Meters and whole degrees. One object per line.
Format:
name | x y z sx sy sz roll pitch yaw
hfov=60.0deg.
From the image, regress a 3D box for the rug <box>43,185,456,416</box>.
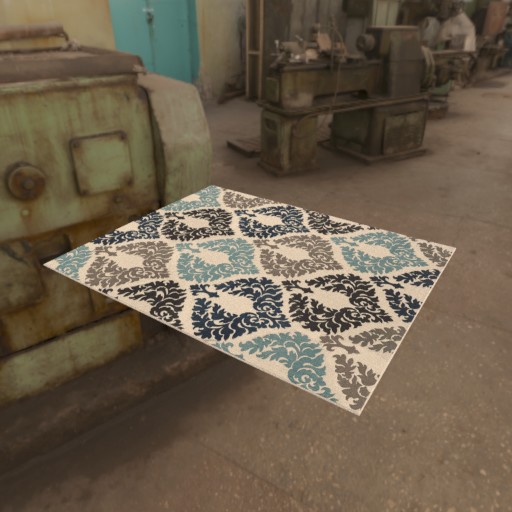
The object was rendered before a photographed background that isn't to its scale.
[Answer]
rug | 0.000 0.000 4.146 3.040 0.014 2.423 18 35 29
